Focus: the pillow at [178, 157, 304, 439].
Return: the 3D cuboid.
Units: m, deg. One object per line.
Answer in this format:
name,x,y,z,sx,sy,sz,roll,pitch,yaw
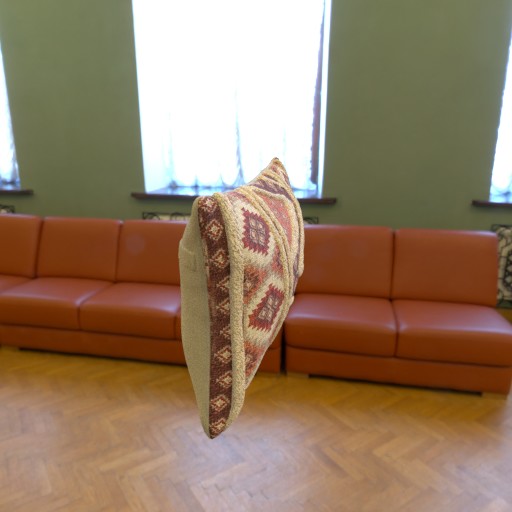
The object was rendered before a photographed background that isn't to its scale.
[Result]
pillow,0.000,0.000,0.748,0.161,0.295,0.608,3,16,9
